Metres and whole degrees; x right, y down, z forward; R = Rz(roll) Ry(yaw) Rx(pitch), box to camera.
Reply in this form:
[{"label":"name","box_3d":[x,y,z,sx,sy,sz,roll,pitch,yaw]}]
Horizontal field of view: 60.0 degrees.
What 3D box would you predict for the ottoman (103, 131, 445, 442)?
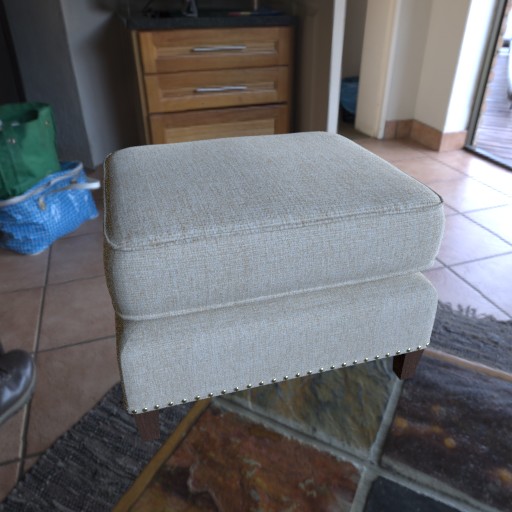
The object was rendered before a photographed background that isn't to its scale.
[{"label":"ottoman","box_3d":[0.000,0.000,1.162,0.738,0.537,0.589,-9,32,-14]}]
